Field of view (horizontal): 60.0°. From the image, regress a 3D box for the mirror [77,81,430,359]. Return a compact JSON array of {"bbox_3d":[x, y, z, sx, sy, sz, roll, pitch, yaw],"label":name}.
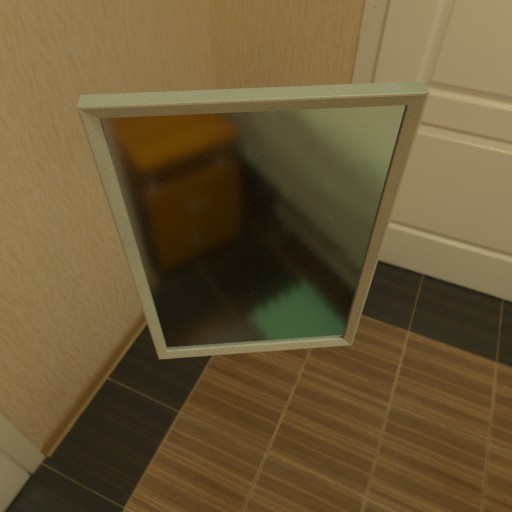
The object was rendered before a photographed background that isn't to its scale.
[{"bbox_3d":[0.000,0.000,0.910,0.507,0.710,0.039,-4,48,-3],"label":"mirror"}]
